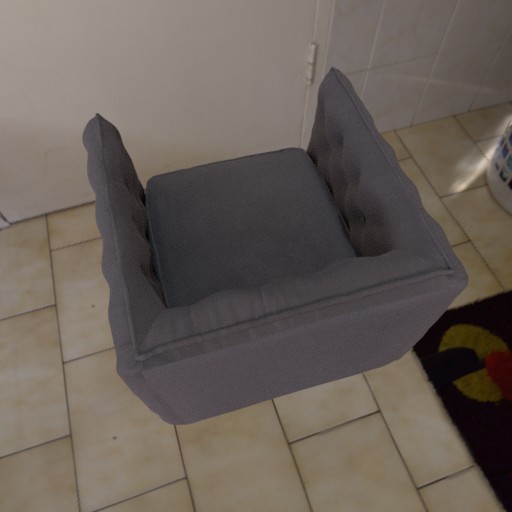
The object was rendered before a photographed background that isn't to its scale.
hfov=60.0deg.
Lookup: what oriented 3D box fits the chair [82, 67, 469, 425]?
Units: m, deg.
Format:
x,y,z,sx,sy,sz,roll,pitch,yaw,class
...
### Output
x,y,z,sx,sy,sz,roll,pitch,yaw,class
0.000,0.000,1.593,0.946,0.807,0.913,-14,60,-8,chair
